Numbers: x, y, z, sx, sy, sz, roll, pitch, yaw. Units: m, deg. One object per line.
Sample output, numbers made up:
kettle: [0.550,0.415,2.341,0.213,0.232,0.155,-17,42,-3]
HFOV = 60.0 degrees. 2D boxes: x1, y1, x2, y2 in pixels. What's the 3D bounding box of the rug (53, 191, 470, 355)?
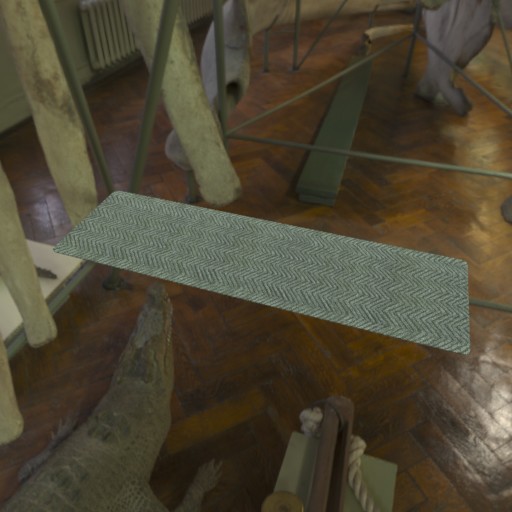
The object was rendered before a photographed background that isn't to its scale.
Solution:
rug: [0.000,0.000,2.537,2.286,0.008,0.686,13,42,14]
